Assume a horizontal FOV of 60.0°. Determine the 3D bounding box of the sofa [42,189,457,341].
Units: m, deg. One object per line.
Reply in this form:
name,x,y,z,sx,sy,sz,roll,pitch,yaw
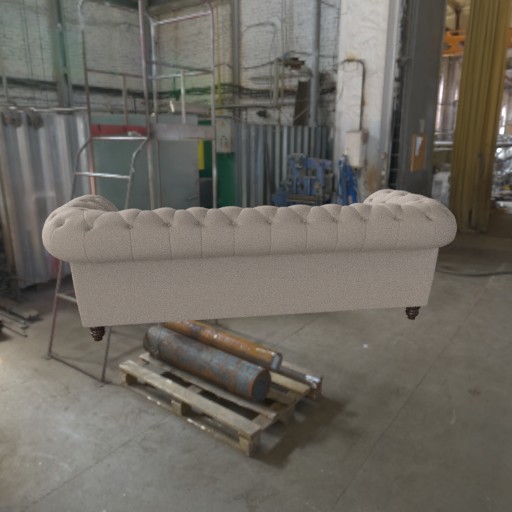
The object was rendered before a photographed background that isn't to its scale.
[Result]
sofa,0.000,0.000,2.807,2.411,0.749,0.991,-2,15,-9
